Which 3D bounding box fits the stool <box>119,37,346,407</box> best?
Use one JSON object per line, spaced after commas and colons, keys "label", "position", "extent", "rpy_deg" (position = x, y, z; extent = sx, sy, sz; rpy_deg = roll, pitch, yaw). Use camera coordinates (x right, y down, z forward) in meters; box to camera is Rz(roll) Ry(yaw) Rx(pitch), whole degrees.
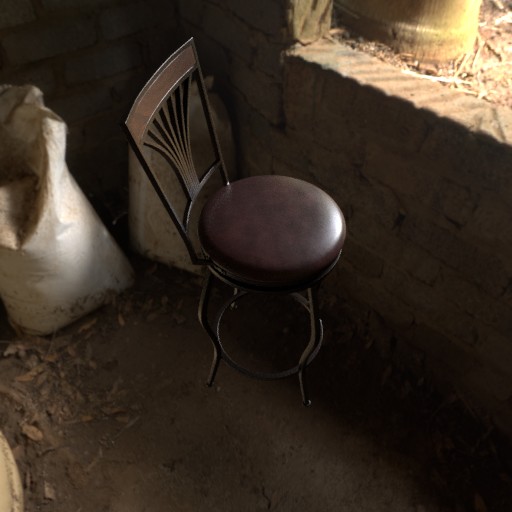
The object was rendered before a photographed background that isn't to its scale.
{"label": "stool", "position": [0.000, 0.000, 1.384], "extent": [0.514, 1.117, 0.433], "rpy_deg": [9, 48, 8]}
